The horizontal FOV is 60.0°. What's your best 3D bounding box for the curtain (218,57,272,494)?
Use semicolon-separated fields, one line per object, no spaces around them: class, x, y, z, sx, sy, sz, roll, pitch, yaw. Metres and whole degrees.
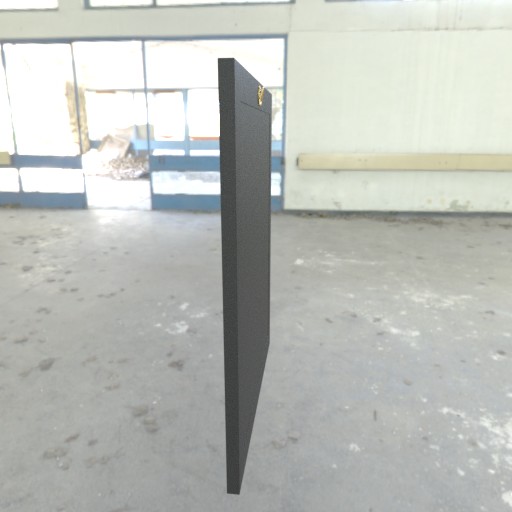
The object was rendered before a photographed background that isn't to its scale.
curtain;0.000;0.000;0.796;0.027;0.585;0.483;2;16;7
